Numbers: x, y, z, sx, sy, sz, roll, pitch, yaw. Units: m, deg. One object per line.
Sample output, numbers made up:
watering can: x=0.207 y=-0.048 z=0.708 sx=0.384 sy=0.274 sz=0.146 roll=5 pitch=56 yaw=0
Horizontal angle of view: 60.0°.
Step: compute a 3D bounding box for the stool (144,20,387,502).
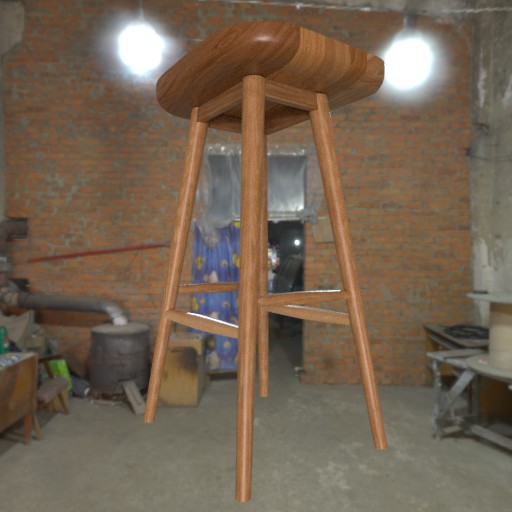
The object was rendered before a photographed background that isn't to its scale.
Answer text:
stool: x=0.000 y=0.000 z=0.873 sx=0.322 sy=0.698 sz=0.407 roll=0 pitch=0 yaw=-35
